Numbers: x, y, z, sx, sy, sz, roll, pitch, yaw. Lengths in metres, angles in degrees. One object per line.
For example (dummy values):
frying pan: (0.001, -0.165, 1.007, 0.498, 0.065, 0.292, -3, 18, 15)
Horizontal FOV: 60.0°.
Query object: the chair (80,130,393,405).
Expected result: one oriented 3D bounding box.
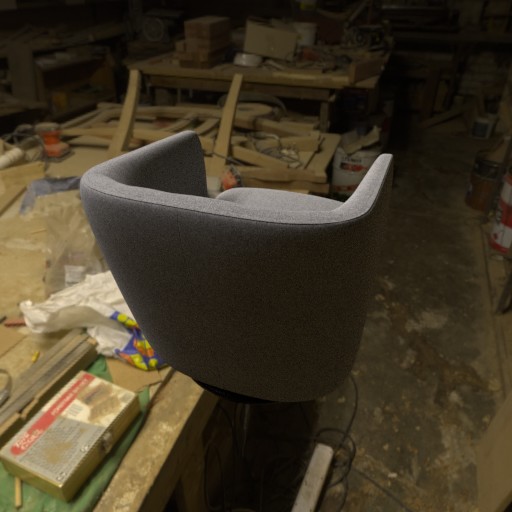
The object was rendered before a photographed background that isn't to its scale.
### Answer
chair: (0.000, 0.000, 1.557, 0.822, 0.861, 0.986, 11, 35, 17)
